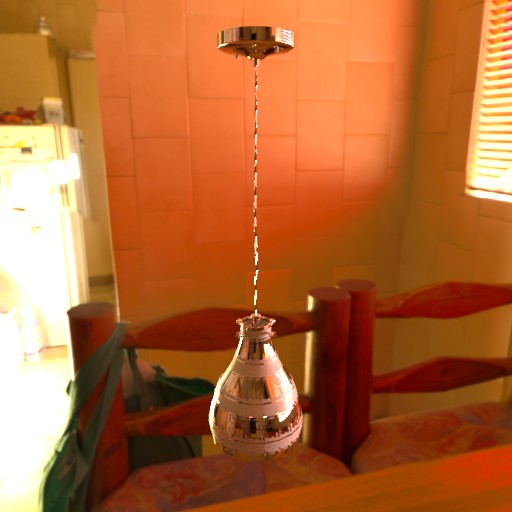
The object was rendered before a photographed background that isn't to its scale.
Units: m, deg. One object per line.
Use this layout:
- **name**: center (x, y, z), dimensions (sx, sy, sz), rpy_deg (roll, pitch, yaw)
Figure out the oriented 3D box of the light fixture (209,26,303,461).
- **light fixture**: center (0.000, 0.000, 1.603), dimensions (0.374, 1.457, 0.374), rpy_deg (14, 20, 43)
